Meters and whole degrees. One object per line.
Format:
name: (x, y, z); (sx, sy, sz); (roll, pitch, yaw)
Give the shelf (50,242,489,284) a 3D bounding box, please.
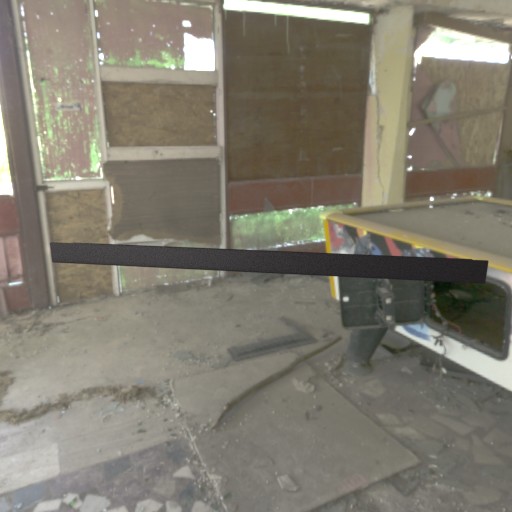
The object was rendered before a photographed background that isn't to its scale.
shelf: (0.000, 0.000, 0.975); (0.924, 0.049, 0.092); (2, 16, 9)
